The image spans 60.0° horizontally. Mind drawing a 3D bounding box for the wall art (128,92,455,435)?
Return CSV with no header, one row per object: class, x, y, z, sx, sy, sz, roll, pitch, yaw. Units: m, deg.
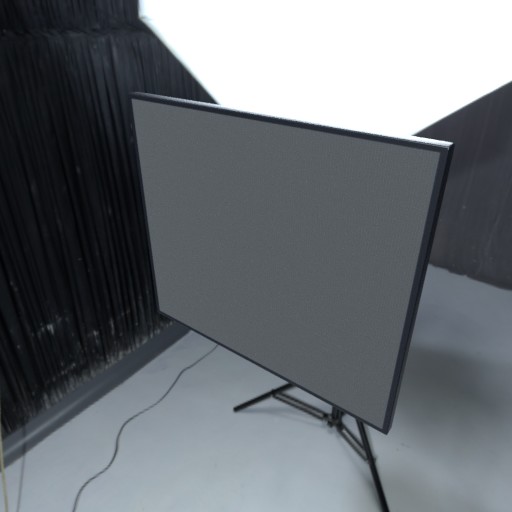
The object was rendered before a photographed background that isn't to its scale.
wall art,0.000,0.000,0.715,0.521,0.450,0.018,21,36,32
